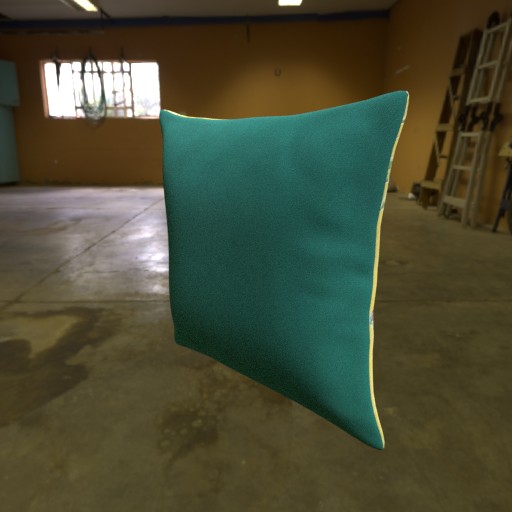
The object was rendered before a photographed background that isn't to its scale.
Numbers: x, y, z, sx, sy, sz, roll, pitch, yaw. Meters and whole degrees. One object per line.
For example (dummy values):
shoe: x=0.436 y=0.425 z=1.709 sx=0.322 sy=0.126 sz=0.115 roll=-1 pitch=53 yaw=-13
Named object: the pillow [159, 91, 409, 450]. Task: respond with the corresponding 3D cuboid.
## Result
pillow: x=0.000 y=0.000 z=0.773 sx=0.525 sy=0.508 sz=0.166 roll=14 pitch=20 yaw=43
